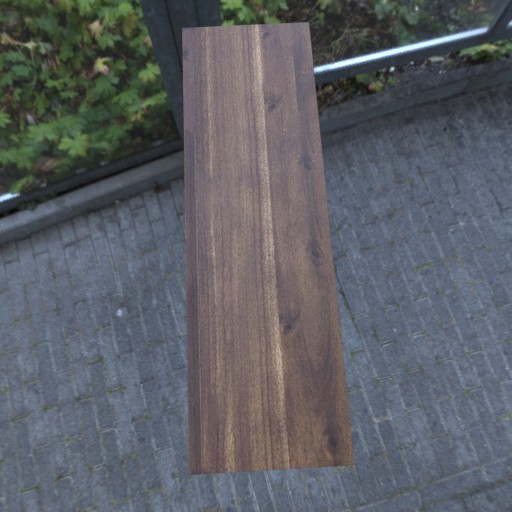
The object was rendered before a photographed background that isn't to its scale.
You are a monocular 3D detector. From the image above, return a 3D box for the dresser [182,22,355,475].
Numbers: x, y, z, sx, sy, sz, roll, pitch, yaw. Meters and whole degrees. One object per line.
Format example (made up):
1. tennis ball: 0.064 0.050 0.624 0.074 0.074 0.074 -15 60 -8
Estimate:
1. dresser: 0.000 0.000 1.758 0.438 0.892 1.387 -3 75 -1
